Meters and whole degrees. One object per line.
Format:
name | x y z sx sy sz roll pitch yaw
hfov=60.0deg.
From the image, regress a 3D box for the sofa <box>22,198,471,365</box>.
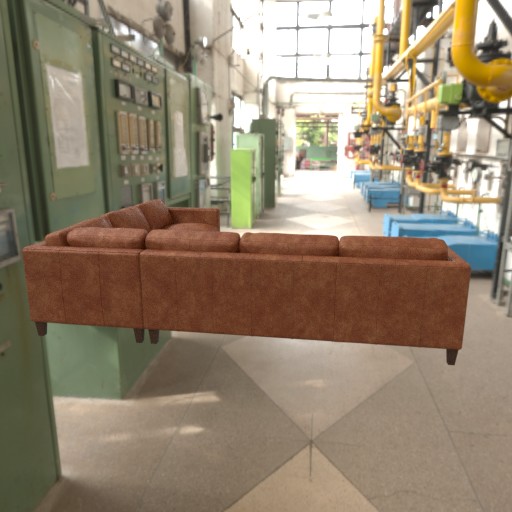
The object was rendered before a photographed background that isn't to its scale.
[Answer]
sofa | 0.000 0.000 4.250 3.167 0.838 2.438 2 14 9
